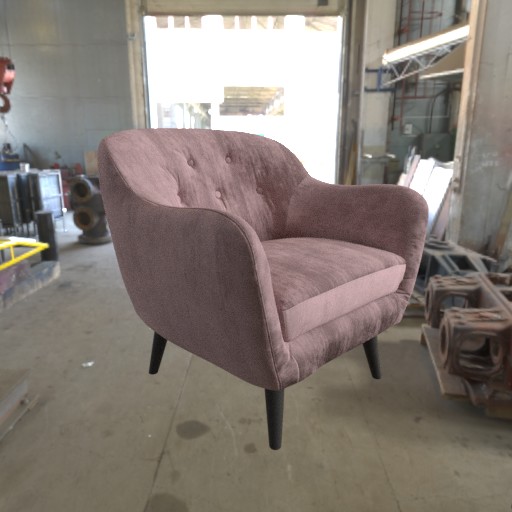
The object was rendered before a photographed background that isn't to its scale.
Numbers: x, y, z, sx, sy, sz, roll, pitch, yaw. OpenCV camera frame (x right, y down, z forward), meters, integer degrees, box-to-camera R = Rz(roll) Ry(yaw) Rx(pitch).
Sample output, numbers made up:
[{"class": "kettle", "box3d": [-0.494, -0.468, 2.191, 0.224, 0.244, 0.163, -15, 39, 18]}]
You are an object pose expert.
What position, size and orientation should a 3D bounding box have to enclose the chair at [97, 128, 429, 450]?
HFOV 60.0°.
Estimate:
[{"class": "chair", "box3d": [0.000, 0.000, 1.461, 0.840, 0.820, 0.820, -14, 20, -42]}]
